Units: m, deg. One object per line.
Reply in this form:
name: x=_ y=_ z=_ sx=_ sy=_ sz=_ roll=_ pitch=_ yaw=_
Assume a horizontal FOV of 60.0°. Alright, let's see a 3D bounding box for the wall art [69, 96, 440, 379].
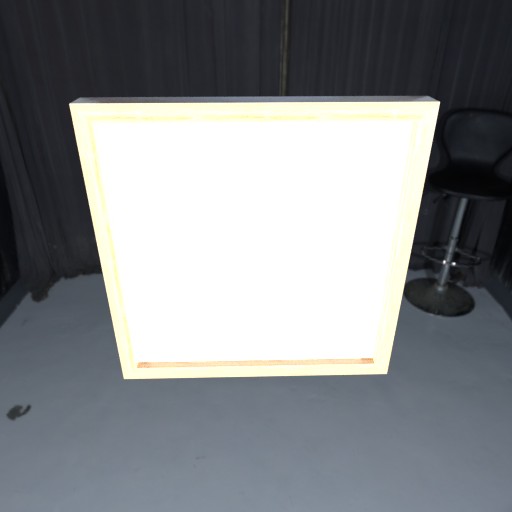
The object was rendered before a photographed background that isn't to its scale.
wall art: x=0.000 y=0.000 z=0.449 sx=0.303 sy=0.303 sz=0.028 roll=-1 pitch=29 yaw=-1
